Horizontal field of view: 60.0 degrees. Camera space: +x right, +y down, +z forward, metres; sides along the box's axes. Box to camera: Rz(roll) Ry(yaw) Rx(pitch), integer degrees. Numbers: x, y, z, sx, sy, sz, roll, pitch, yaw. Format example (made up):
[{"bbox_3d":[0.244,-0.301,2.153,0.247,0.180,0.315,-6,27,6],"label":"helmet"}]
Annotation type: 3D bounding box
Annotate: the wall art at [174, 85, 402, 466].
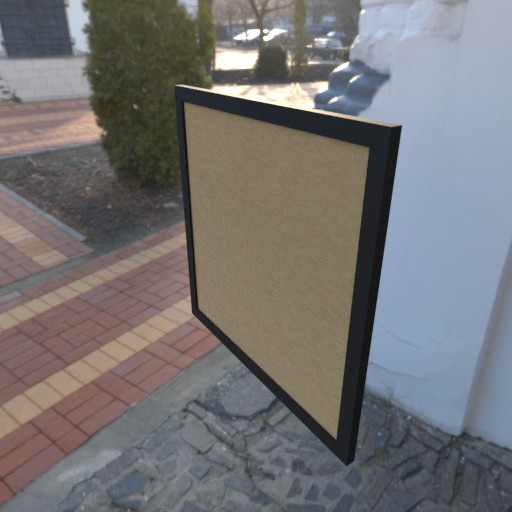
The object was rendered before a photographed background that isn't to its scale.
[{"bbox_3d":[0.000,0.000,0.532,0.012,0.357,0.358,-17,31,-31],"label":"wall art"}]
